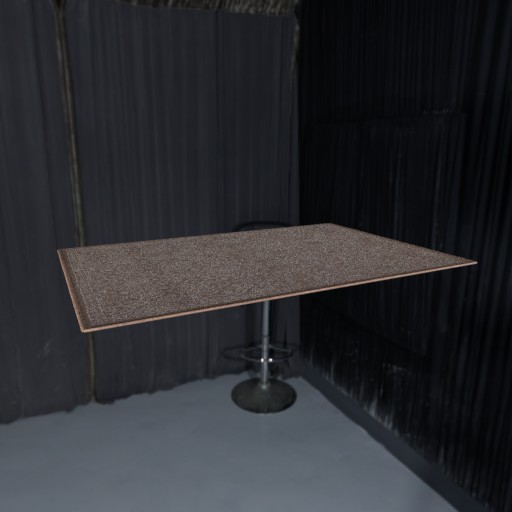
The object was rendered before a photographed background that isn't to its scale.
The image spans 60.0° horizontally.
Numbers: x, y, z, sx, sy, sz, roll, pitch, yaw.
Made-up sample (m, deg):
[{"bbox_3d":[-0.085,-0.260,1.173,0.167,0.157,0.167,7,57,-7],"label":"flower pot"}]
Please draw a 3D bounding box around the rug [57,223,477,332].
[{"bbox_3d":[0.000,0.000,2.881,2.286,0.011,1.524,-7,16,-26],"label":"rug"}]
